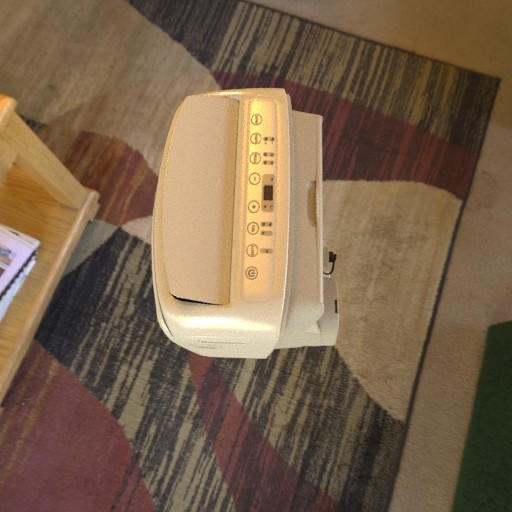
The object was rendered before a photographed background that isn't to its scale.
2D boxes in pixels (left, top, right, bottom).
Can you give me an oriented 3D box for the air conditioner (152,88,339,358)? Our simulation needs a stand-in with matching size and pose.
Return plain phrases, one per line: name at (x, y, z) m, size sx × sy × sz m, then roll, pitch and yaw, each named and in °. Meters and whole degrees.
air conditioner at (0.000, 0.000, 1.062) m, size 0.414 × 0.786 × 0.449 m, roll 2°, pitch 75°, yaw 0°
